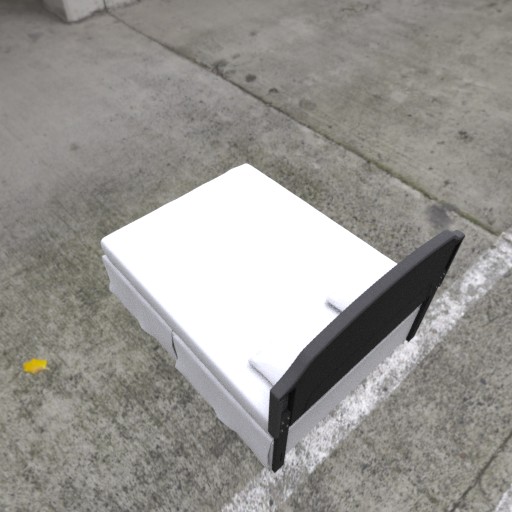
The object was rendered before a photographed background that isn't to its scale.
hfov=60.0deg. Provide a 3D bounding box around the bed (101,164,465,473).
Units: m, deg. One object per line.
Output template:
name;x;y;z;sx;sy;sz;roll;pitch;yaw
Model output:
bed;0.000;0.000;3.079;1.558;1.270;1.999;-33;56;-27
